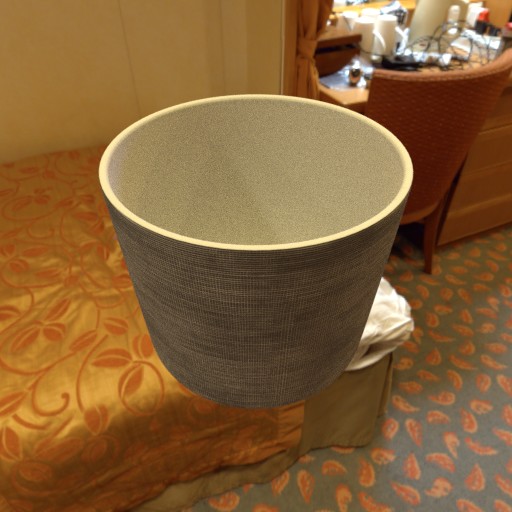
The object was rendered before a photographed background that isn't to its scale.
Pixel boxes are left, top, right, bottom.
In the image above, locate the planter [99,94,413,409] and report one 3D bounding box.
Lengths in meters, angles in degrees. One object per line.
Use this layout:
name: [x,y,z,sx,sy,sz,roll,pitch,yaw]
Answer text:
planter: [0.000,0.000,0.770,0.440,0.398,0.440,0,41,0]
